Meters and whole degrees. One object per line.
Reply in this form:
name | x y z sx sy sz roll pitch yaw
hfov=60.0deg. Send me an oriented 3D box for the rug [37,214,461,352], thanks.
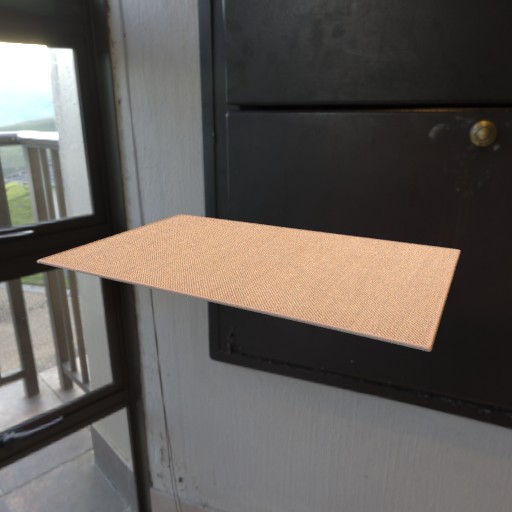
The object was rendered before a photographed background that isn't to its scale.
rug | 0.000 0.000 2.063 1.676 0.013 1.067 9 20 26
